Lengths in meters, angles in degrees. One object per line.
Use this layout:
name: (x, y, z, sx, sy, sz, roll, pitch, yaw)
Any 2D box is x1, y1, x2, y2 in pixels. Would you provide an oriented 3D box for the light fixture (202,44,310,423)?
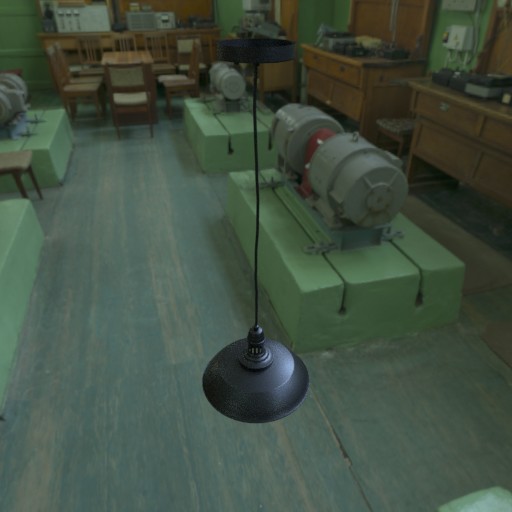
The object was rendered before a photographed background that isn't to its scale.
light fixture: (0.000, 0.000, 1.138, 0.331, 0.993, 0.331, -9, 33, -14)
